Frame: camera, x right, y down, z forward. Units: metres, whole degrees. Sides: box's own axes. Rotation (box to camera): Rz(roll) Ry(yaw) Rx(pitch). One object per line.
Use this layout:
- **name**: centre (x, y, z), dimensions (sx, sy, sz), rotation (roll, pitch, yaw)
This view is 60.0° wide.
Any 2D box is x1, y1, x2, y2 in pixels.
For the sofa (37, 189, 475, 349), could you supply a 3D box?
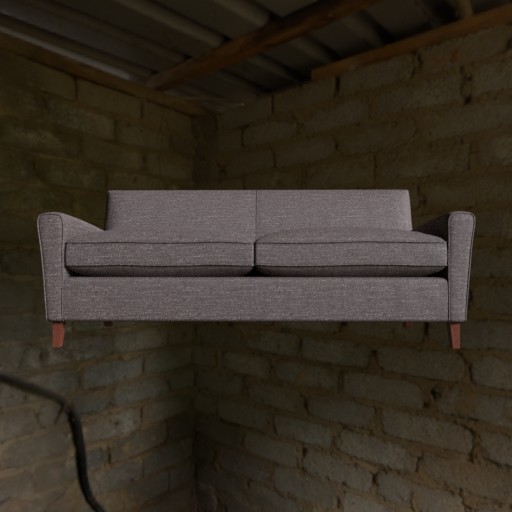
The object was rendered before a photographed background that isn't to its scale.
- **sofa**: centre (0.000, 0.000, 2.409), dimensions (1.976, 0.846, 0.875), rotation (0, -1, 1)
